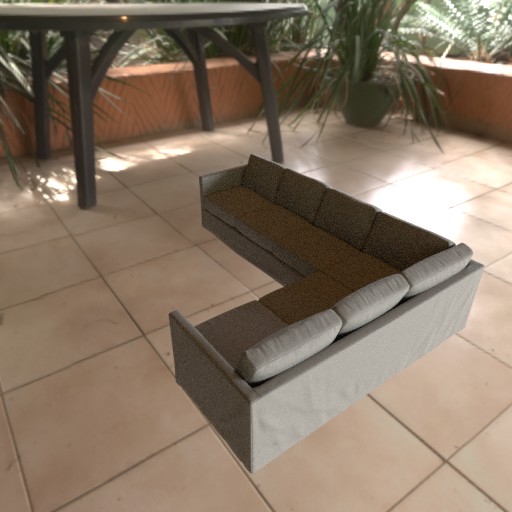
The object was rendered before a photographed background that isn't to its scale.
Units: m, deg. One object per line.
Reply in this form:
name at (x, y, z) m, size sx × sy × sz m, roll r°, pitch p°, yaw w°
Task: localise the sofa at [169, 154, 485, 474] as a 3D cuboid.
sofa at (0.000, 0.000, 4.283) m, size 2.432 × 0.871 × 3.182 m, roll -21°, pitch 37°, yaw -30°
